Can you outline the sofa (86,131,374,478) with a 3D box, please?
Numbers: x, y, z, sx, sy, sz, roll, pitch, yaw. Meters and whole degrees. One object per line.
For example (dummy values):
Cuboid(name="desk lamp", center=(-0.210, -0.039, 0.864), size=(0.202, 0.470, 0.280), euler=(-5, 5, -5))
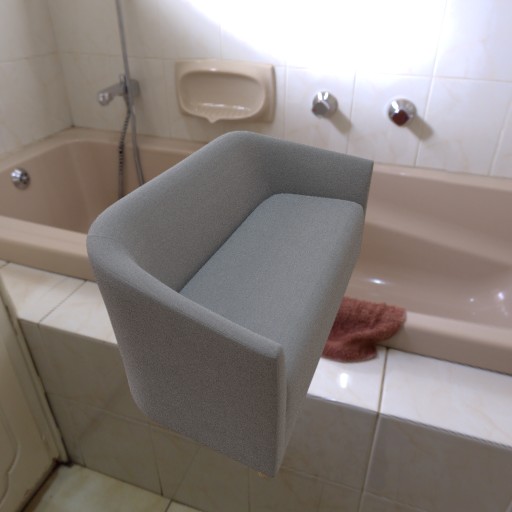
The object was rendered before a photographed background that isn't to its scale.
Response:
Cuboid(name="sofa", center=(0.000, 0.000, 1.844), size=(0.705, 0.721, 1.452), euler=(12, 34, 18))
